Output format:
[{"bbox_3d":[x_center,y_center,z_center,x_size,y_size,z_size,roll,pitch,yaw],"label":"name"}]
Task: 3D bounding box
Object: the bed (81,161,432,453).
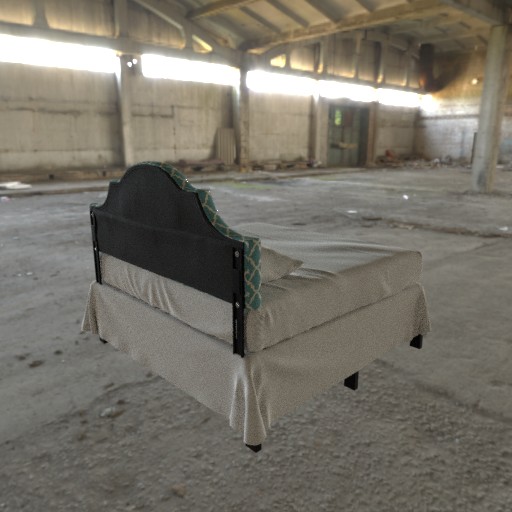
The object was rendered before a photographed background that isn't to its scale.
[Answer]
[{"bbox_3d":[0.000,0.000,3.712,2.222,1.601,2.314,-13,19,-42],"label":"bed"}]
